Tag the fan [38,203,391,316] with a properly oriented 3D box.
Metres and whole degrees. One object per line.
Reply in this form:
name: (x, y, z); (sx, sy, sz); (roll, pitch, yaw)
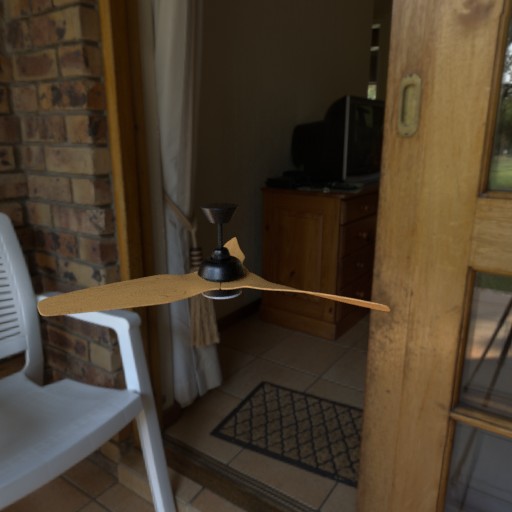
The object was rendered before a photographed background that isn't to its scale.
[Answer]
fan: (0.000, 0.000, 1.651); (1.010, 0.355, 1.142); (8, 17, 28)
